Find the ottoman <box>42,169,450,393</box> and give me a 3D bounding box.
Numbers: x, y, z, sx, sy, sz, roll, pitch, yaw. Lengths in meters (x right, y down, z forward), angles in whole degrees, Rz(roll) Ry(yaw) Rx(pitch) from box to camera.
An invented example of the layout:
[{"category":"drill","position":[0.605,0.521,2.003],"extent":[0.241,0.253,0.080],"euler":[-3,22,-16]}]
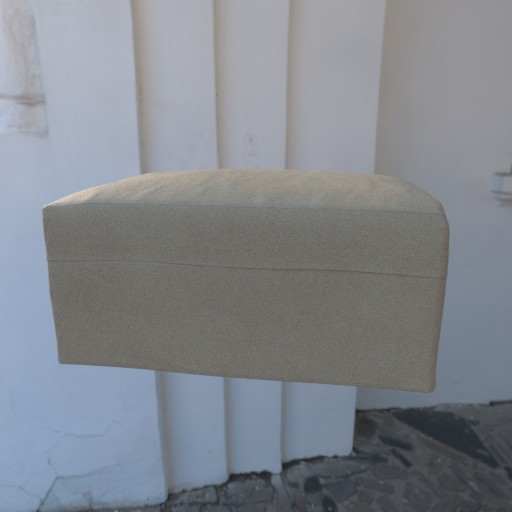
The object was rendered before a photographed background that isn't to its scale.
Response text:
[{"category":"ottoman","position":[0.000,0.000,1.199],"extent":[0.872,0.444,0.590],"euler":[2,16,8]}]
